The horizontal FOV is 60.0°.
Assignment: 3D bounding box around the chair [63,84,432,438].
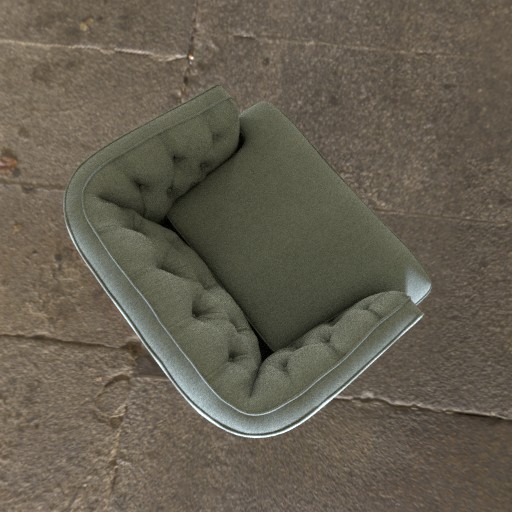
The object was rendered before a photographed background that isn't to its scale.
[{"bbox_3d":[0.000,0.000,1.716,0.945,0.852,1.094,-38,79,-9],"label":"chair"}]
